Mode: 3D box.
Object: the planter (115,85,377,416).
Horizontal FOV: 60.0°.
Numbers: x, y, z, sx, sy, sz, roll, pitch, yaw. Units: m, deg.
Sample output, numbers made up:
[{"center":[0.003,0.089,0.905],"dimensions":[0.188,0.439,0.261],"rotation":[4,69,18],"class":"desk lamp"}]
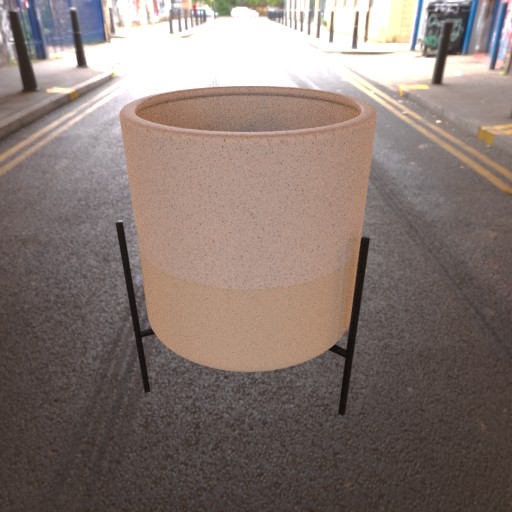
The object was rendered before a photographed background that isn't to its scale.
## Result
[{"center":[0.000,0.000,0.644],"dimensions":[0.335,0.423,0.313],"rotation":[21,36,32],"class":"planter"}]
